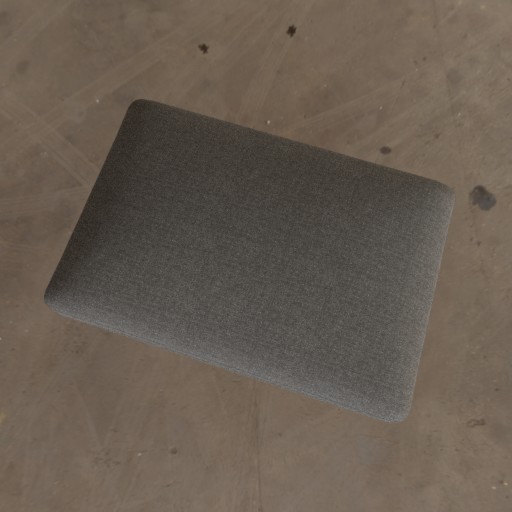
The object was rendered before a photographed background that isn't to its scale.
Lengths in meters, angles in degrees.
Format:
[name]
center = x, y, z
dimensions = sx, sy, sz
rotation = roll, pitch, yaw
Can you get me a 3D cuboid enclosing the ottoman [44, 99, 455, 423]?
[ottoman]
center = 0.000, 0.000, 1.390
dimensions = 1.041, 0.483, 0.711
rotation = 17, 75, 5
